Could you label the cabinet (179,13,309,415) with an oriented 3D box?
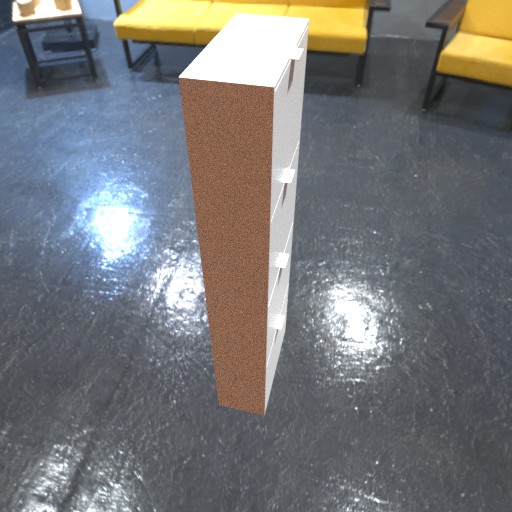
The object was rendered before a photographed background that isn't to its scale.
[{"bbox_3d":[0.000,0.000,1.792,0.255,1.630,0.520,10,45,10],"label":"cabinet"}]
